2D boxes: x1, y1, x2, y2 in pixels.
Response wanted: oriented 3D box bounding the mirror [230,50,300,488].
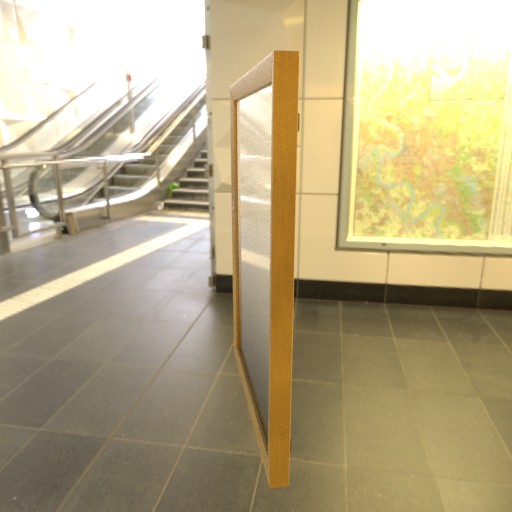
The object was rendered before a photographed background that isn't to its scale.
[{"bbox_3d":[0.000,0.000,0.929,0.040,0.710,0.507,-3,16,-10],"label":"mirror"}]
